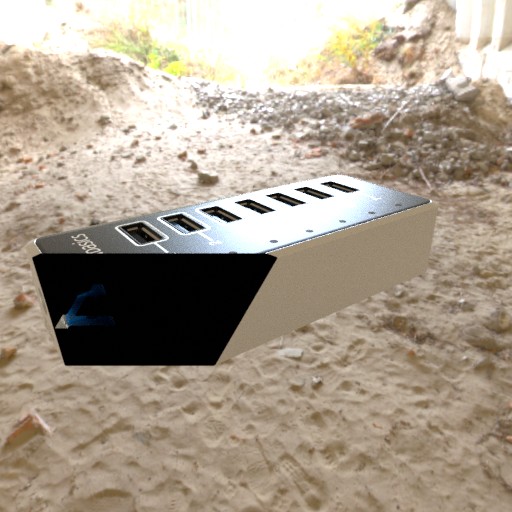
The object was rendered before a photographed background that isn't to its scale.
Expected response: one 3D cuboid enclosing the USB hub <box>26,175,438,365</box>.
[{"bbox_3d":[0.000,0.000,0.126,0.110,0.023,0.044,-17,30,-32],"label":"USB hub"}]
